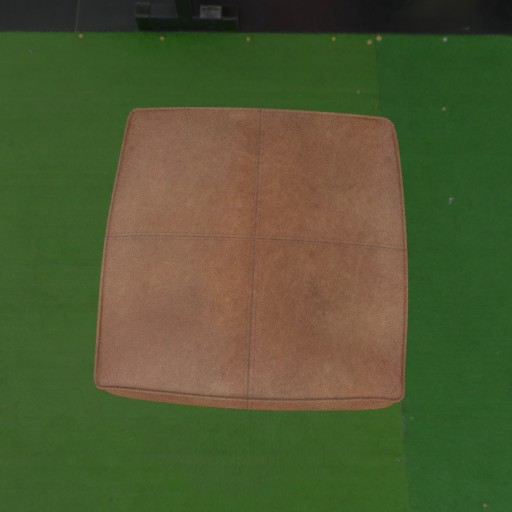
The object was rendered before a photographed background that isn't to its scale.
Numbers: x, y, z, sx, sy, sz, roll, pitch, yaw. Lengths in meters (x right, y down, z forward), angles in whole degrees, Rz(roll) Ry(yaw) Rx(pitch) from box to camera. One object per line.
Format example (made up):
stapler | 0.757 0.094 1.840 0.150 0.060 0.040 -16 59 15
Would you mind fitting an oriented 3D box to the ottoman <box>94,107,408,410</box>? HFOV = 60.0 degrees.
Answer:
ottoman | 0.000 0.000 1.363 0.901 0.395 0.902 3 76 1
